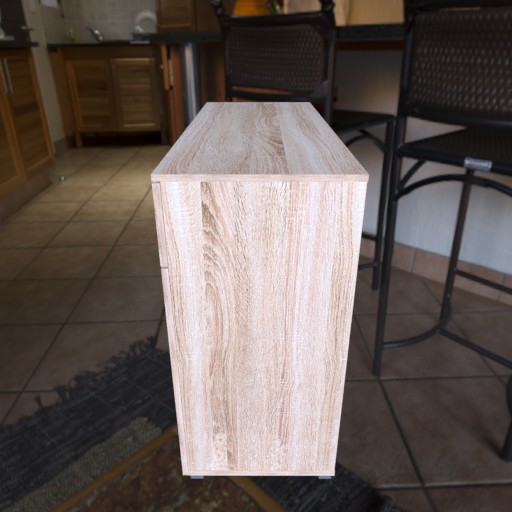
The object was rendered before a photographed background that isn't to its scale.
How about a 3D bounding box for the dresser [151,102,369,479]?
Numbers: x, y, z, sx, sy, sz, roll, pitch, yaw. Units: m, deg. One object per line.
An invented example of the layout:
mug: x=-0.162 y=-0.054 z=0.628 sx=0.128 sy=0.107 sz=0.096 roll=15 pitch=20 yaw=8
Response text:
dresser: x=0.000 y=0.000 z=1.570 sx=0.450 sy=0.900 sz=1.100 roll=0 pitch=26 yaw=0
